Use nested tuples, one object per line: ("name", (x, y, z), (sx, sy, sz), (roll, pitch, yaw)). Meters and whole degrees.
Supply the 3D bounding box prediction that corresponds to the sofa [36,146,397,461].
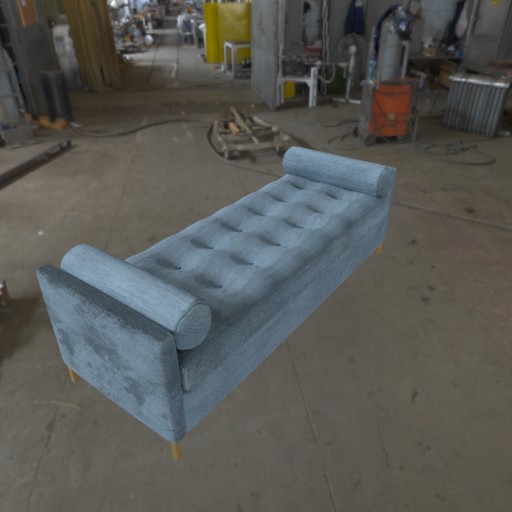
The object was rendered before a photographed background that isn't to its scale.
("sofa", (0.000, 0.000, 2.520), (0.796, 0.705, 2.102), (21, 37, 31))
